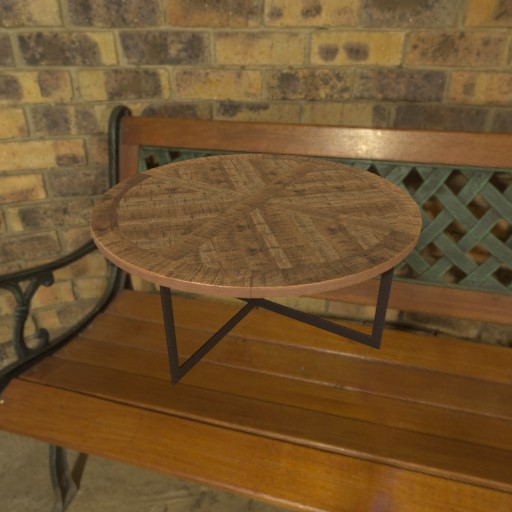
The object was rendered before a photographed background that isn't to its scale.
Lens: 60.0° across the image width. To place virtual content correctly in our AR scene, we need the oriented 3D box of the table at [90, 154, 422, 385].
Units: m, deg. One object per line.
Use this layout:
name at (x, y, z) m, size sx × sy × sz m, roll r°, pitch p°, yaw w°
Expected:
table at (0.000, 0.000, 1.899) m, size 1.264 × 0.516 × 1.264 m, roll 0°, pitch 30°, yaw 0°
